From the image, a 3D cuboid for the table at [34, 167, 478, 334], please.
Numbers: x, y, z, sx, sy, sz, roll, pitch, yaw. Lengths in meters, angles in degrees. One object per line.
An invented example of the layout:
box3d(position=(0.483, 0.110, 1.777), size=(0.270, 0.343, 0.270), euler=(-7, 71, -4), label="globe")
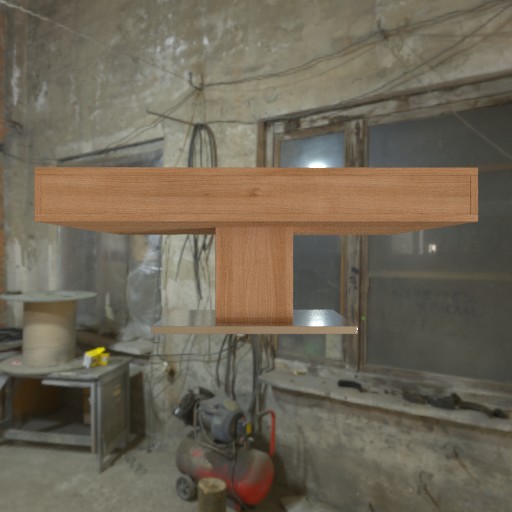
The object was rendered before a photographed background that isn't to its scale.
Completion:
box3d(position=(0.000, 0.000, 1.449), size=(1.100, 0.440, 0.700), euler=(0, 0, 0), label="table")
